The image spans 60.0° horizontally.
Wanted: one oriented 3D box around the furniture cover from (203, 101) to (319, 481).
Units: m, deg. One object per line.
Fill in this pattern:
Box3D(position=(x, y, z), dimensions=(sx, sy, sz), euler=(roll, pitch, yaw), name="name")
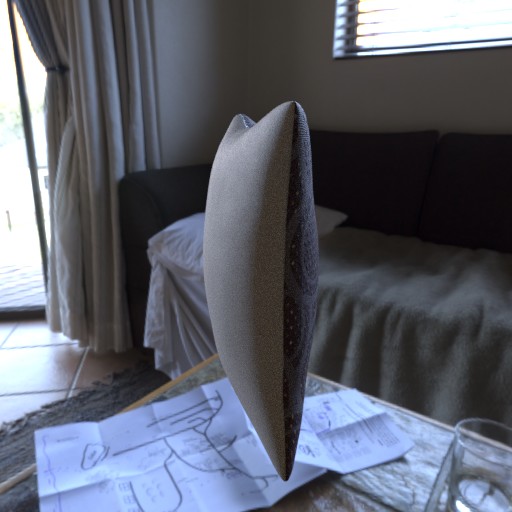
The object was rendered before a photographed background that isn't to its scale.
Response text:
Box3D(position=(0.000, 0.000, 0.812), dimensions=(0.193, 0.509, 0.552), euler=(-2, 16, -8), name="furniture cover")
